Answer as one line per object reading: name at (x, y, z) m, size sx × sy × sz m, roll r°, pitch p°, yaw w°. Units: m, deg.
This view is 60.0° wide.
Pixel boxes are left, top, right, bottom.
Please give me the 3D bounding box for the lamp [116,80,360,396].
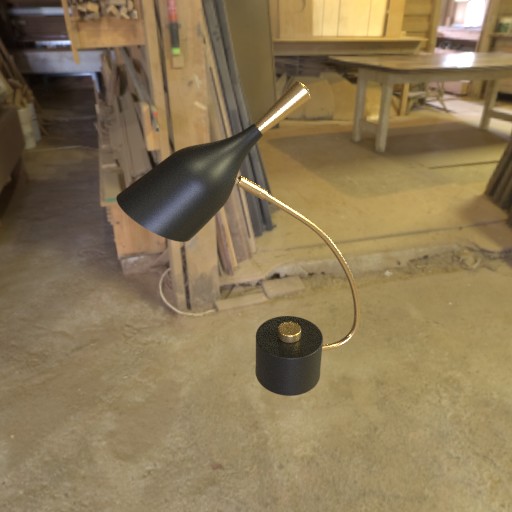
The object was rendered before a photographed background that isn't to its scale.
lamp at (0.000, 0.000, 0.631) m, size 0.352 × 0.464 × 0.110 m, roll -7°, pitch 30°, yaw -12°
